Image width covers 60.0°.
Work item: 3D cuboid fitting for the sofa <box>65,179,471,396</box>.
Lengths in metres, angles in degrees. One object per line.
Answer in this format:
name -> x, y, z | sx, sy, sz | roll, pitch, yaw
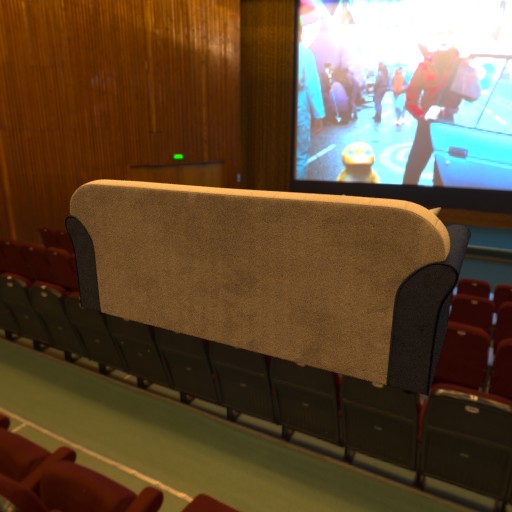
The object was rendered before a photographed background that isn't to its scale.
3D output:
sofa -> 0.000, 0.000, 2.364 | 2.006, 0.789, 0.749 | 8, 18, 27
